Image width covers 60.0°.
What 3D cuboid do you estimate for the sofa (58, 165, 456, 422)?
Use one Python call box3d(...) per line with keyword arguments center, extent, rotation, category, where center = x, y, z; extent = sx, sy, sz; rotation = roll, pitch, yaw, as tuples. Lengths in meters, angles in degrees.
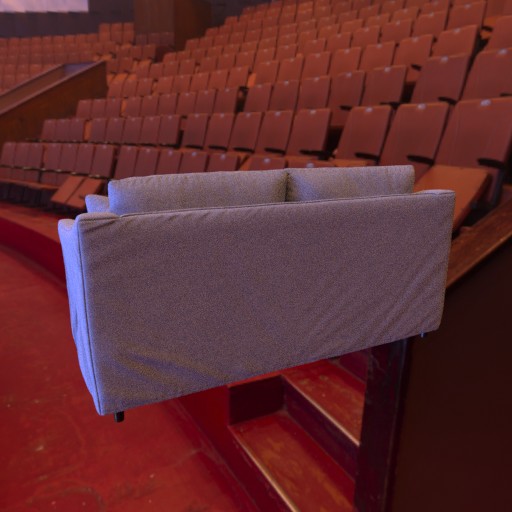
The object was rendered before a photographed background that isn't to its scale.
box3d(center=(0.000, 0.000, 2.550), extent=(2.010, 1.018, 1.072), rotation=(-7, 16, -27), category="sofa")
